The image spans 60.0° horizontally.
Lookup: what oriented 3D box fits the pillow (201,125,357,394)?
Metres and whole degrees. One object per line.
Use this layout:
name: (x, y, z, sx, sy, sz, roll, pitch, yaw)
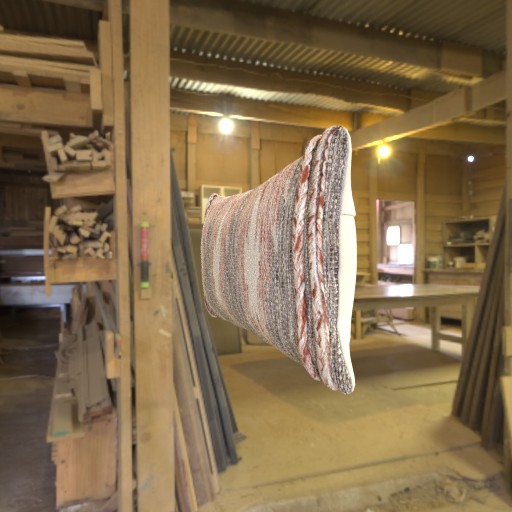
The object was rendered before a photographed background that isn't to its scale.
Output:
pillow: (0.000, 0.000, 0.747, 0.139, 0.282, 0.635, 0, 0, -19)
